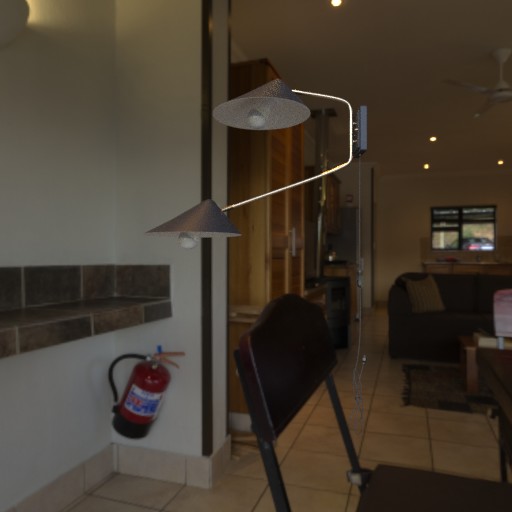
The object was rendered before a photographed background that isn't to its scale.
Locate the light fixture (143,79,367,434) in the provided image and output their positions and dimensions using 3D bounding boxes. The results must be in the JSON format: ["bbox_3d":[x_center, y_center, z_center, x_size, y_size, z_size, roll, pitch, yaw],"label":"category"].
[{"bbox_3d":[0.000,0.000,0.835,0.422,0.665,0.189,0,0,0],"label":"light fixture"}]
